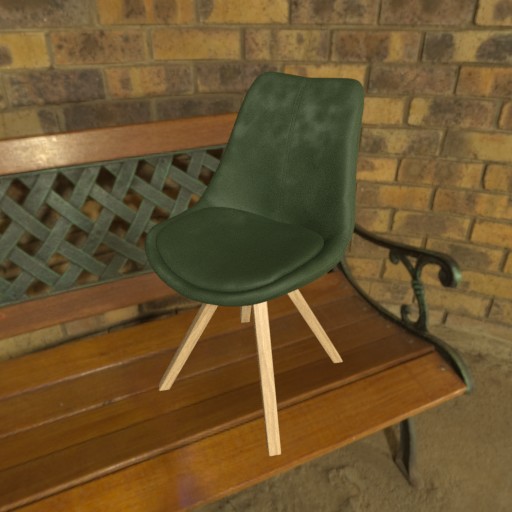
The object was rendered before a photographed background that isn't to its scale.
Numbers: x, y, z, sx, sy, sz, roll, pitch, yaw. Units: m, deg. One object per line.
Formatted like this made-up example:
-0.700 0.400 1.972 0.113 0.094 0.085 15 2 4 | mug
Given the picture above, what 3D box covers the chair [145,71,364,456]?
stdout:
0.000 0.000 1.205 0.483 0.865 0.547 19 35 29 | chair
